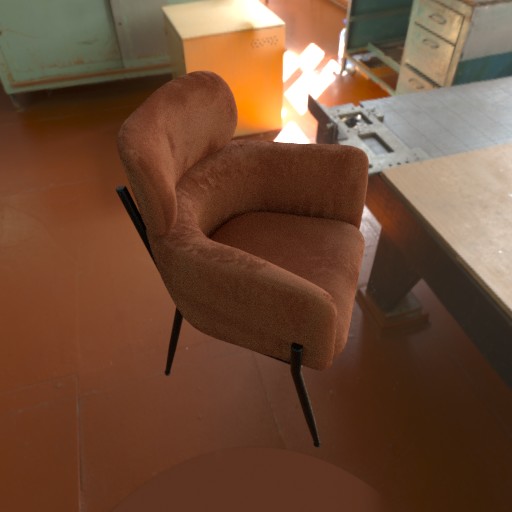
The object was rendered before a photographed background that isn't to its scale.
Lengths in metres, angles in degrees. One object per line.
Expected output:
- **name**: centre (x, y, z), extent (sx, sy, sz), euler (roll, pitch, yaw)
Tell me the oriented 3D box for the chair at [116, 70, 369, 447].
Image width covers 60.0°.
- **chair**: centre (0.000, 0.000, 1.128), extent (0.523, 0.772, 0.561), euler (12, 46, 12)
